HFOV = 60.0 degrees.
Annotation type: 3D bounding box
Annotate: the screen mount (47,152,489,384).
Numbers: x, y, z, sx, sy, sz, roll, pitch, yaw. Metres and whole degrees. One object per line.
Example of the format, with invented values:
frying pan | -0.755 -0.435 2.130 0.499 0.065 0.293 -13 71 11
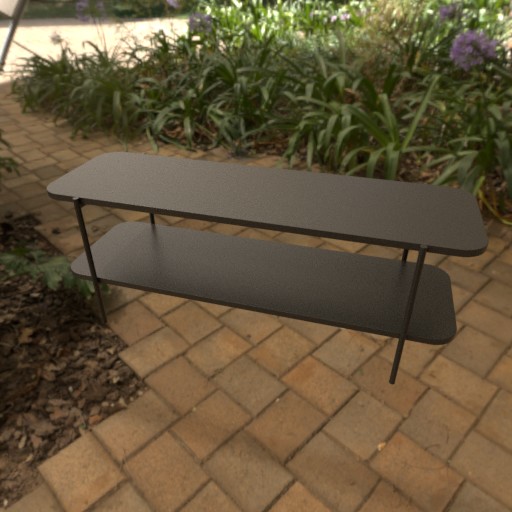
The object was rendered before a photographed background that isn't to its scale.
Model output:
screen mount | 0.000 0.000 1.391 1.200 0.447 0.400 9 33 14
